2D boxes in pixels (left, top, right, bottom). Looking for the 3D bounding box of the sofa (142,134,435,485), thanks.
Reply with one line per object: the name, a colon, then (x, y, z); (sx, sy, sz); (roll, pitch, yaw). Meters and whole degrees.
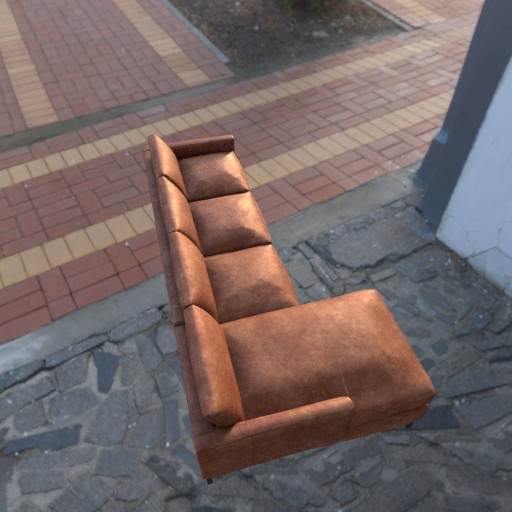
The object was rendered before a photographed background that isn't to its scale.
sofa: (0.000, 0.000, 3.564); (1.471, 0.859, 2.993); (-11, 48, -11)
